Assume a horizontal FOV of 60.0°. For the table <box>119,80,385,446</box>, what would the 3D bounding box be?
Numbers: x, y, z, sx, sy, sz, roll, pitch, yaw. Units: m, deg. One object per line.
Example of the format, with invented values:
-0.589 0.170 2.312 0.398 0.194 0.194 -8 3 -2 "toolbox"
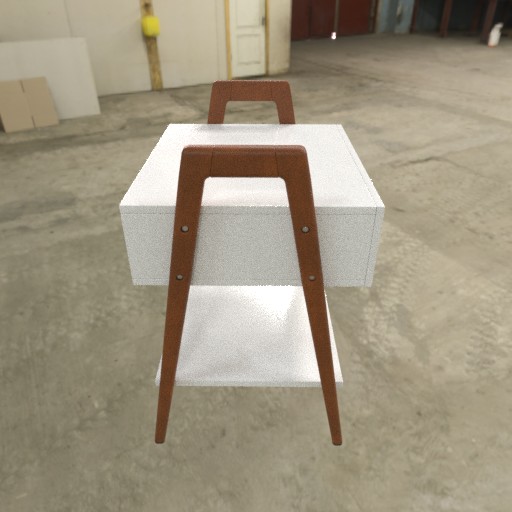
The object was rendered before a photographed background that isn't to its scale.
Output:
0.000 0.000 0.922 0.405 0.610 0.457 0 32 1 "table"
